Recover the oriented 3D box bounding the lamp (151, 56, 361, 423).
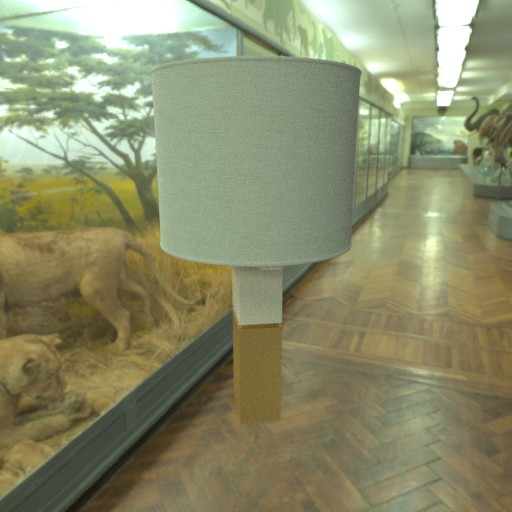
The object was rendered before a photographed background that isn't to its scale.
[{"bbox_3d":[0.000,0.000,0.546,0.229,0.417,0.229,-2,15,-9],"label":"lamp"}]
